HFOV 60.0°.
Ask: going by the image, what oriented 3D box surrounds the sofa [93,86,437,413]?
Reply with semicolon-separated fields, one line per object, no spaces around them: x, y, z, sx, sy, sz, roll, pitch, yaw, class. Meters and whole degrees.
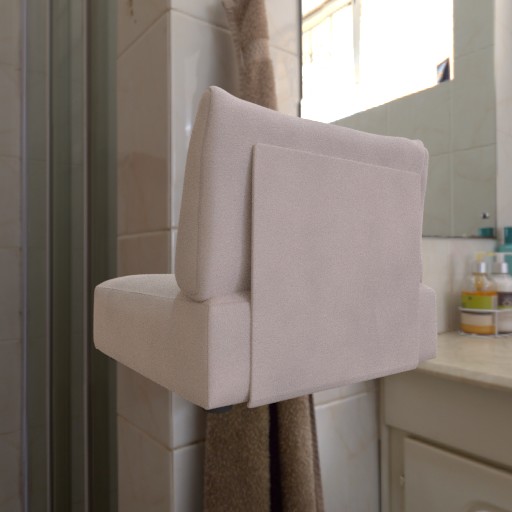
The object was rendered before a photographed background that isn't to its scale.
0.000;0.000;1.723;1.000;0.820;1.000;0;-1;-36;sofa
